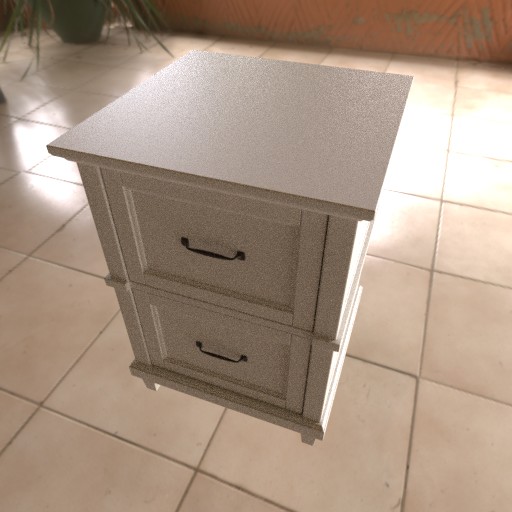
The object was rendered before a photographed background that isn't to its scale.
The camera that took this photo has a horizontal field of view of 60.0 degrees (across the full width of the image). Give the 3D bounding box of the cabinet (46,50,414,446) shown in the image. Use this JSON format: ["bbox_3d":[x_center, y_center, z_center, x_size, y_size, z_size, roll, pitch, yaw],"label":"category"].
[{"bbox_3d":[0.000,0.000,1.113,0.544,0.775,0.547,14,43,15],"label":"cabinet"}]
